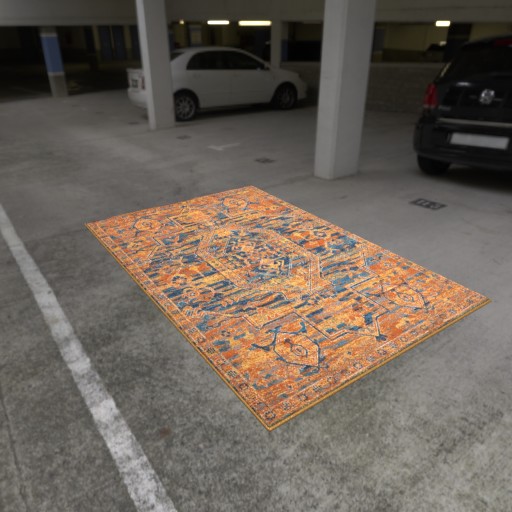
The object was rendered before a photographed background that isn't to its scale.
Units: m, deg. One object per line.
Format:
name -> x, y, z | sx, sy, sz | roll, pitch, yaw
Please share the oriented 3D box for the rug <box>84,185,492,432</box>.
rug -> 0.000, 0.000, 2.170 | 1.148, 0.013, 1.758 | -18, 33, -31
